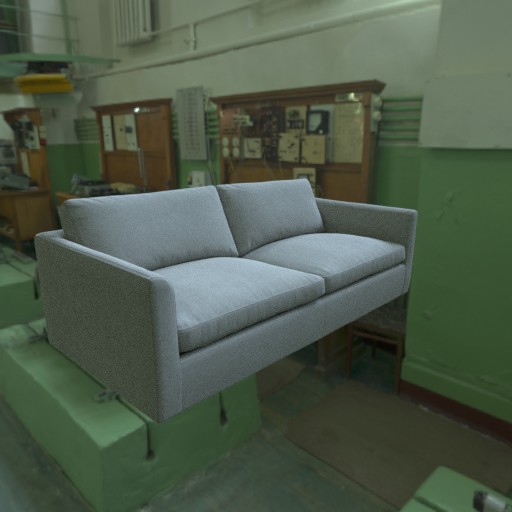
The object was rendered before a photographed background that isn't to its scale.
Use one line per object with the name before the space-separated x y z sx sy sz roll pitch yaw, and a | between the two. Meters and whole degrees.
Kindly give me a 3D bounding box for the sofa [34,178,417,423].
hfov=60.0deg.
sofa | 0.000 0.000 2.784 1.090 0.838 2.588 13 20 42
